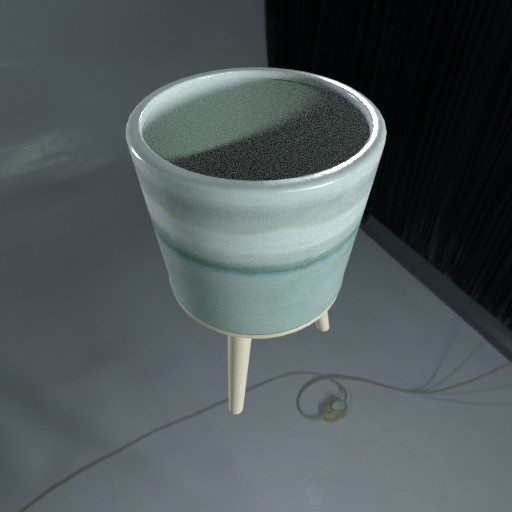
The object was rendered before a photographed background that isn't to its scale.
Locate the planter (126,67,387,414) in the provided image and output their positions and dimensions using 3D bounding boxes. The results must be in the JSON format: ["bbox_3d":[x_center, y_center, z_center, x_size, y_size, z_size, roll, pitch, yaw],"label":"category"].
[{"bbox_3d":[0.000,0.000,0.597,0.265,0.404,0.265,-24,49,-23],"label":"planter"}]
